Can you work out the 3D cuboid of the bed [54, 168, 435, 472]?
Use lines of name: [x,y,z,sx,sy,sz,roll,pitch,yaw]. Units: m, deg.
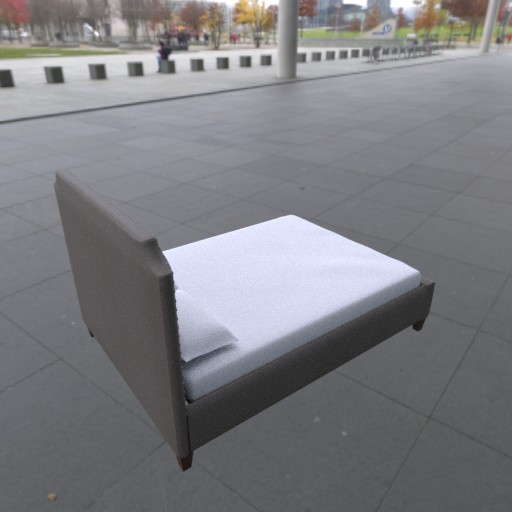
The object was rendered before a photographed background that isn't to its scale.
bed: [0.000,0.000,3.409,2.372,1.443,1.712,-19,32,-32]
